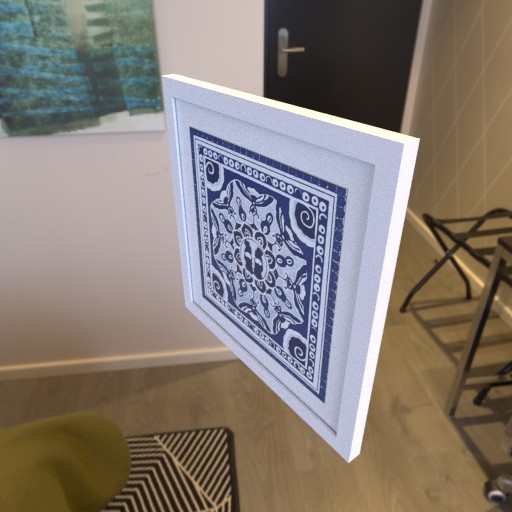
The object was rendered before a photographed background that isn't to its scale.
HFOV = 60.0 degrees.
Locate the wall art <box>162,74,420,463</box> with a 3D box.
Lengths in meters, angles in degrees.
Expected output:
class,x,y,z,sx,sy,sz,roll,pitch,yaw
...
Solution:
class,x,y,z,sx,sy,sz,roll,pitch,yaw
wall art,0.000,0.000,0.819,0.028,0.559,0.559,-22,37,-32
